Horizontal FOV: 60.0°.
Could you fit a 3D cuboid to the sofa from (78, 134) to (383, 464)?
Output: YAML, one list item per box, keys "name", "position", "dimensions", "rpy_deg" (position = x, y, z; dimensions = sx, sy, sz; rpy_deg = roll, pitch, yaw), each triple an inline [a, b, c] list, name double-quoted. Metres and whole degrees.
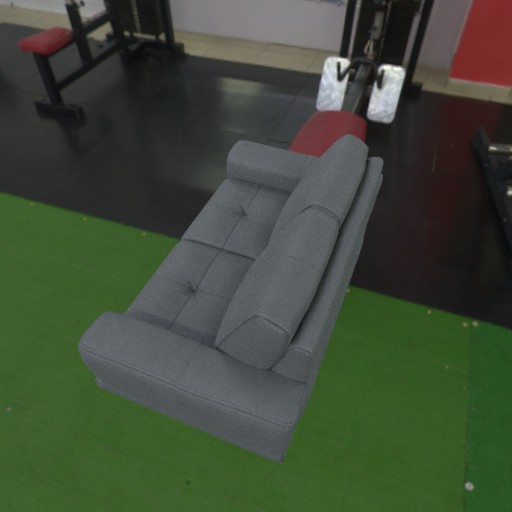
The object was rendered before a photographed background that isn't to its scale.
- name: "sofa"
  position: [0.000, 0.000, 2.416]
  dimensions: [1.018, 0.907, 1.806]
  rpy_deg: [17, 49, 15]
